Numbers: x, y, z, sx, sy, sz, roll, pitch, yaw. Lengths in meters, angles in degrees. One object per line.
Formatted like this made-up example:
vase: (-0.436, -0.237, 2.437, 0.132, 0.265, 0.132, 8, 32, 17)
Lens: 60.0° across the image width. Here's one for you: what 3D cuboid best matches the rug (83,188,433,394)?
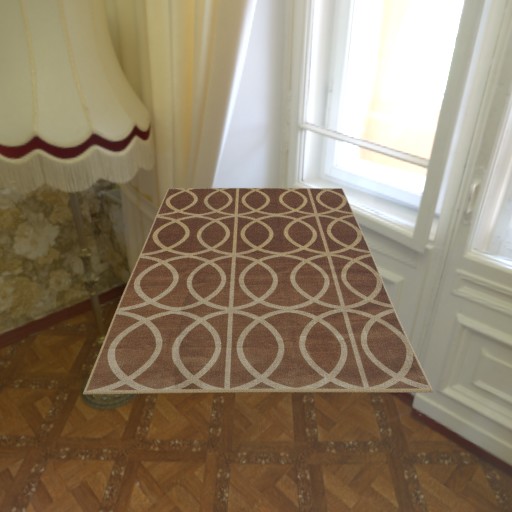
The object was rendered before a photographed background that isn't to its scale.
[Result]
rug: (0.000, 0.000, 2.894, 1.528, 0.014, 2.294, 0, 31, 0)
